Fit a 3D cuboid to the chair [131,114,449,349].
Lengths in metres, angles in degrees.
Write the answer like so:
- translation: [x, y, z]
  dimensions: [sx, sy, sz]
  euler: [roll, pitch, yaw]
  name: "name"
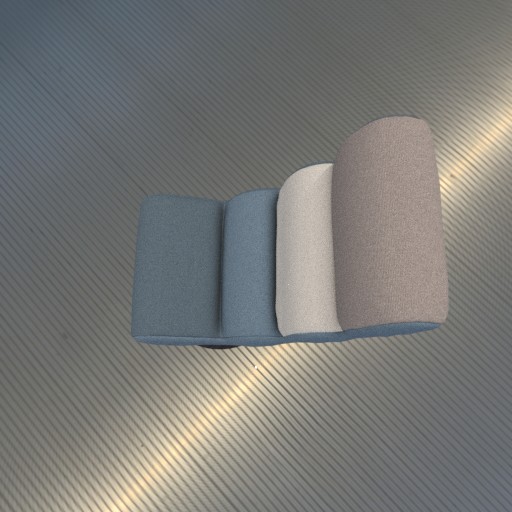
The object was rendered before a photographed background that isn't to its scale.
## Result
- translation: [0.000, 0.000, 1.067]
  dimensions: [0.661, 0.641, 0.420]
  euler: [0, 76, 0]
  name: "chair"
